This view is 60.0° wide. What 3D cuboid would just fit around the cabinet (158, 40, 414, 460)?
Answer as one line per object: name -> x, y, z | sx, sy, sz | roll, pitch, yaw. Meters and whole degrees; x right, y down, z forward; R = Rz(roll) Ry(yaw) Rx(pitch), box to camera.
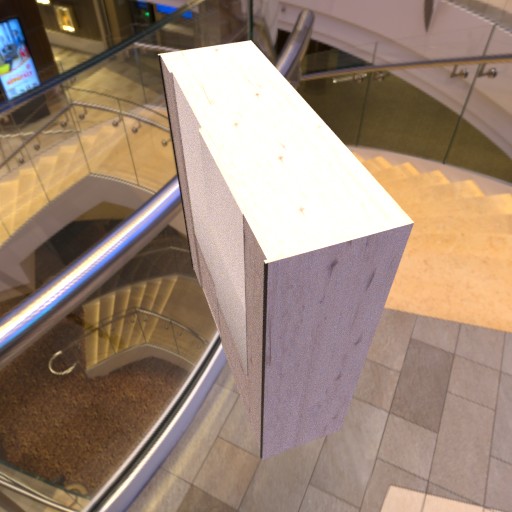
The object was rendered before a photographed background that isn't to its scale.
cabinet -> 0.000, 0.000, 3.194 | 0.660, 2.180, 2.000 | -15, 49, -14
